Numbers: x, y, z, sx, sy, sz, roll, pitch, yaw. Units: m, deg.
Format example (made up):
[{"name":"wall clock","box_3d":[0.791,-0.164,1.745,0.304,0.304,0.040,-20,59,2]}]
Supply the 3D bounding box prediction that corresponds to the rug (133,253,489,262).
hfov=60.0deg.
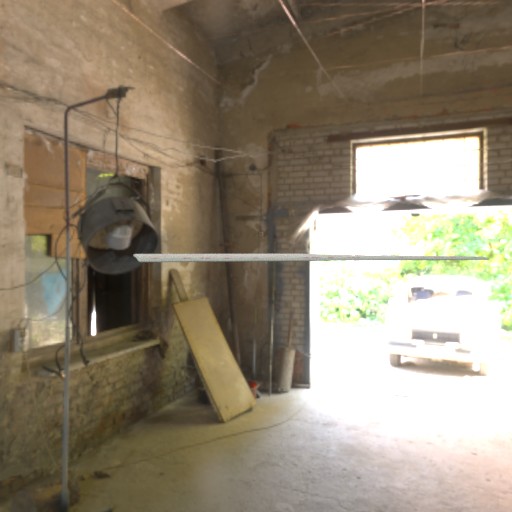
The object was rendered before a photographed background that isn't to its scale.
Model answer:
[{"name":"rug","box_3d":[0.000,0.000,2.307,1.219,0.012,1.839,0,1,-16]}]
